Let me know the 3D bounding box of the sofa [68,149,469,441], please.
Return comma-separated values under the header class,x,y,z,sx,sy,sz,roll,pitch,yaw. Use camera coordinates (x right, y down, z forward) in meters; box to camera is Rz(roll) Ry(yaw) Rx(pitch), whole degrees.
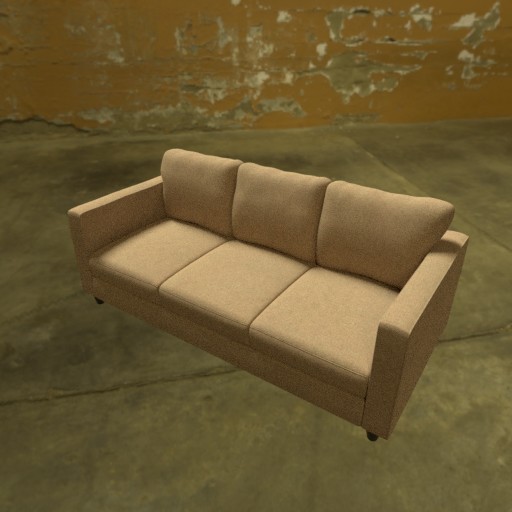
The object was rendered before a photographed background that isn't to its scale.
class,x,y,z,sx,sy,sz,roll,pitch,yaw
sofa,0.000,0.000,2.329,1.855,0.800,0.930,18,33,30
